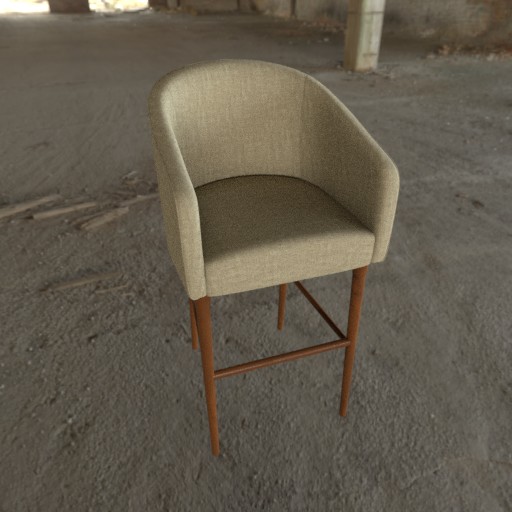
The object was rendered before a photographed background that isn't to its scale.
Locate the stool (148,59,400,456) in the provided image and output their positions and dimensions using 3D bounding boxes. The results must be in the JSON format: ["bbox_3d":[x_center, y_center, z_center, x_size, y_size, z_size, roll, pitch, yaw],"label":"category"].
[{"bbox_3d":[0.000,0.000,1.408,0.559,1.078,0.607,-10,33,-16],"label":"stool"}]
